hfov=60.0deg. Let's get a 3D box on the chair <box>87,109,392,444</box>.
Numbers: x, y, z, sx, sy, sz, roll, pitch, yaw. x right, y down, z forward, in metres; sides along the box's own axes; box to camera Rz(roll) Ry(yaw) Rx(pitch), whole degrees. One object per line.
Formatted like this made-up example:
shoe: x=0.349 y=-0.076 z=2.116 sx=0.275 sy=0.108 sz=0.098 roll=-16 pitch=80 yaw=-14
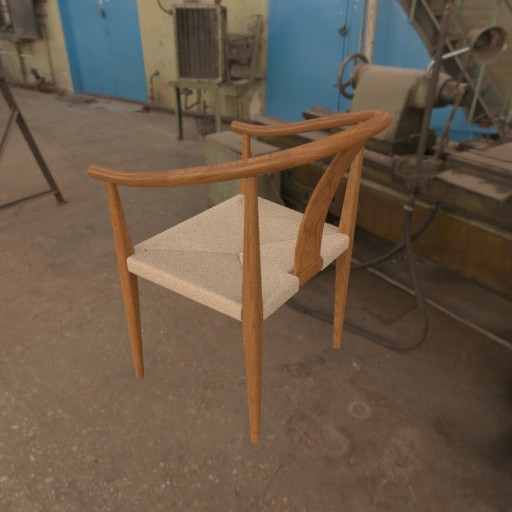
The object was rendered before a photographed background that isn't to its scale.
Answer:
chair: x=0.000 y=0.000 z=1.207 sx=0.579 sy=0.800 sz=0.556 roll=21 pitch=36 yaw=31
